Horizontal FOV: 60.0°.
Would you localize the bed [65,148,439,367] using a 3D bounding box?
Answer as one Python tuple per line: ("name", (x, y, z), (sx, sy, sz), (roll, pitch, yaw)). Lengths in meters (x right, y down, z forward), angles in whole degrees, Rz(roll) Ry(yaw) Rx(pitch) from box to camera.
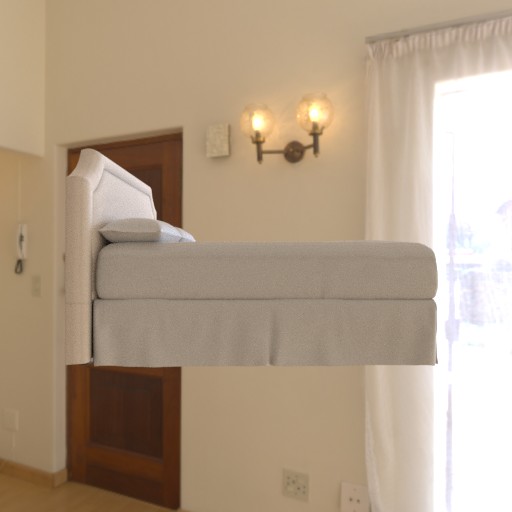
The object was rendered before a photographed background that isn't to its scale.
("bed", (0.000, 0.000, 3.369), (2.164, 1.297, 1.828), (0, 0, 0))
